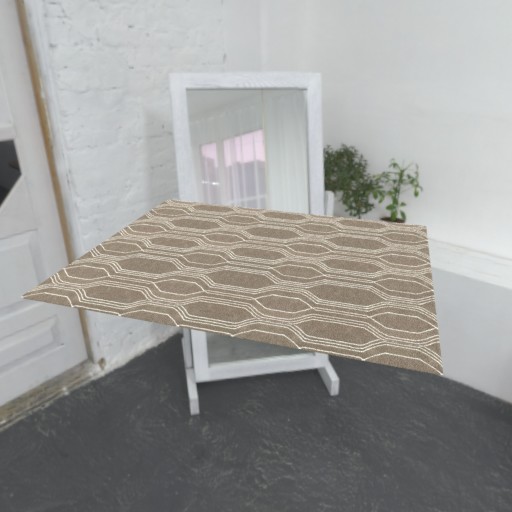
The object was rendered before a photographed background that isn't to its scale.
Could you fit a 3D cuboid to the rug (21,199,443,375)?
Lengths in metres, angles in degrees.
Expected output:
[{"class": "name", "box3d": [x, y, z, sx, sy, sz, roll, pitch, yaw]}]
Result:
[{"class": "rug", "box3d": [0.000, 0.000, 4.083, 3.062, 0.012, 2.457, 8, 27, 15]}]
